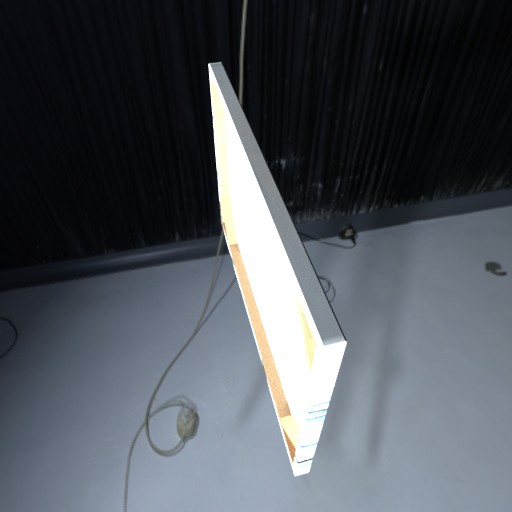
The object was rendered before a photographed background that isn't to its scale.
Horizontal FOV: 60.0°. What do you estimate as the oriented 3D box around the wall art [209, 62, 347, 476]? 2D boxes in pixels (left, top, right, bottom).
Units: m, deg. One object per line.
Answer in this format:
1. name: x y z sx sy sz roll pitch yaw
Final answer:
1. wall art: 0.000 0.000 1.151 0.039 0.609 0.914 -11 49 -9
